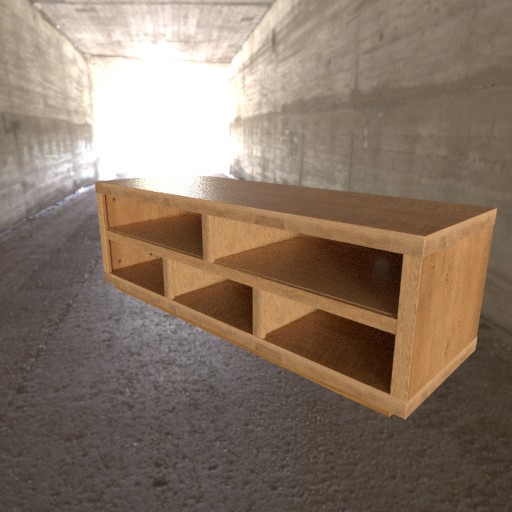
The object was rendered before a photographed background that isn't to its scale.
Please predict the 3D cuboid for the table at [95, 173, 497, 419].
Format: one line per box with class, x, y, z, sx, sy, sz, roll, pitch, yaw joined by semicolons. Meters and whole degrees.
table;0.000;0.000;1.703;1.499;0.491;0.499;15;22;42
